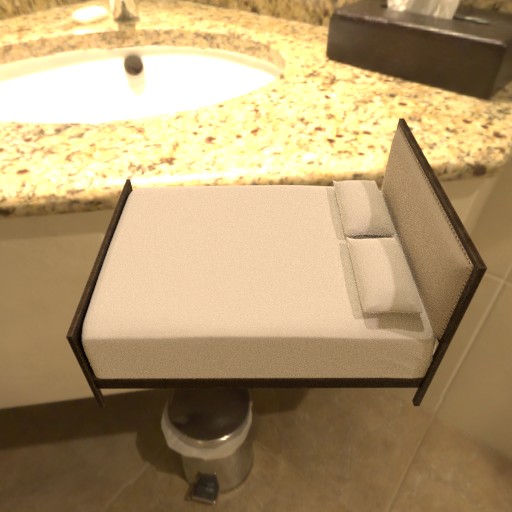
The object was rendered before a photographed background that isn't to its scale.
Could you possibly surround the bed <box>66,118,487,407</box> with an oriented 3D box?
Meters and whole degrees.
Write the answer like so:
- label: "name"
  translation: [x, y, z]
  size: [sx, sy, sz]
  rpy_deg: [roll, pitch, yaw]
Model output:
- label: "bed"
  translation: [0.000, 0.000, 3.163]
  size: [2.221, 1.313, 1.607]
  rpy_deg: [0, 43, 0]
